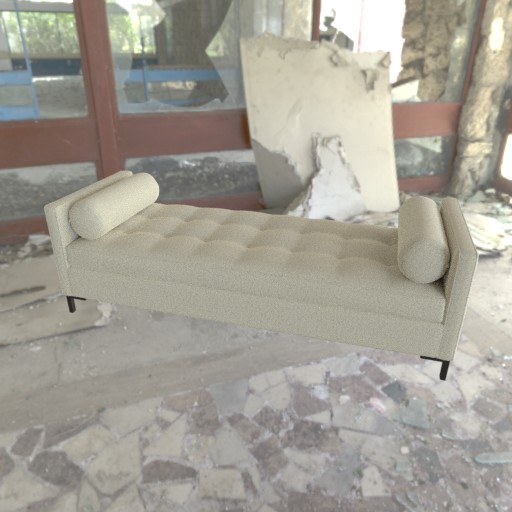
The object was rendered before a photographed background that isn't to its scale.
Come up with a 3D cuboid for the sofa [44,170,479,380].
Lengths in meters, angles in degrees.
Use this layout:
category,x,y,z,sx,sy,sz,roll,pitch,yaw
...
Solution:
category,x,y,z,sx,sy,sz,roll,pitch,yaw
sofa,0.000,0.000,2.364,1.985,0.641,0.746,7,27,15
